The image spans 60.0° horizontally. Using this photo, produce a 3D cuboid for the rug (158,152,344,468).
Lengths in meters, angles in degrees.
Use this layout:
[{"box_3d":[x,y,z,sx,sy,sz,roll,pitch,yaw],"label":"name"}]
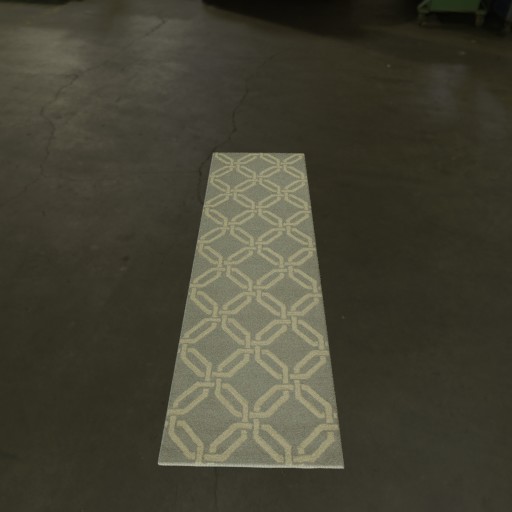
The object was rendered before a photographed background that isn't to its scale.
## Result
[{"box_3d":[0.000,0.000,2.451,0.678,0.014,2.276,1,42,1],"label":"rug"}]
